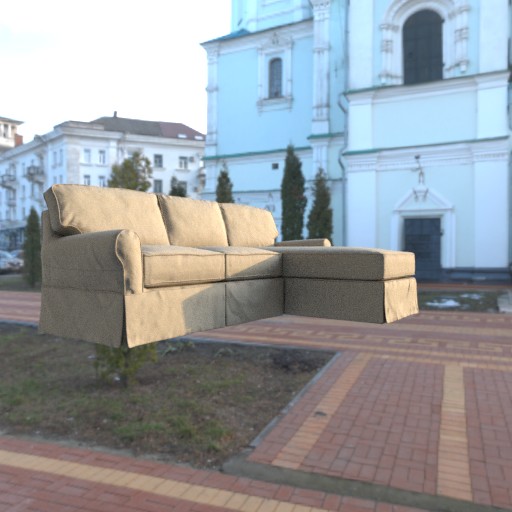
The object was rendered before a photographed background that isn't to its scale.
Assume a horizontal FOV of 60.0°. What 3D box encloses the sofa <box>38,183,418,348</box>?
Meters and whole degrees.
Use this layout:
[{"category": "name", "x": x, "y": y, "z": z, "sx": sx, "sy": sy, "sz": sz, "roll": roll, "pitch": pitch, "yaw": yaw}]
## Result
[{"category": "sofa", "x": 0.000, "y": 0.000, "z": 3.311, "sx": 1.733, "sy": 0.978, "sz": 2.475, "roll": 0, "pitch": 1, "yaw": 37}]
